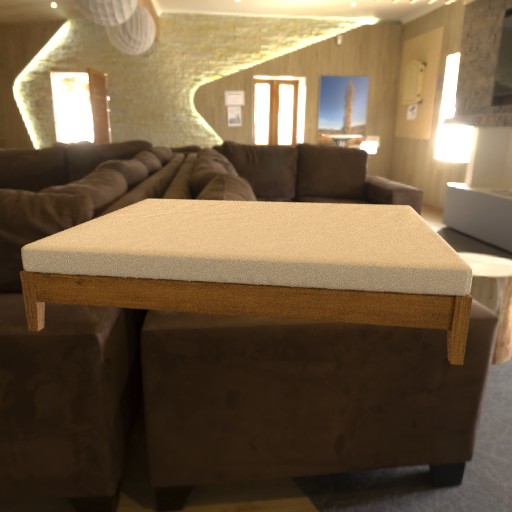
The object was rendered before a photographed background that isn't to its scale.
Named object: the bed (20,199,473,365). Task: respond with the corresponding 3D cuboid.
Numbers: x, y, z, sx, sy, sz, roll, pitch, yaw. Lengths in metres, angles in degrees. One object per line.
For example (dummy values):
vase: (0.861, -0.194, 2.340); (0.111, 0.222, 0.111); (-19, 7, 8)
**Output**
bed: (0.000, 0.000, 2.683); (2.016, 0.431, 1.536); (3, 16, 9)
